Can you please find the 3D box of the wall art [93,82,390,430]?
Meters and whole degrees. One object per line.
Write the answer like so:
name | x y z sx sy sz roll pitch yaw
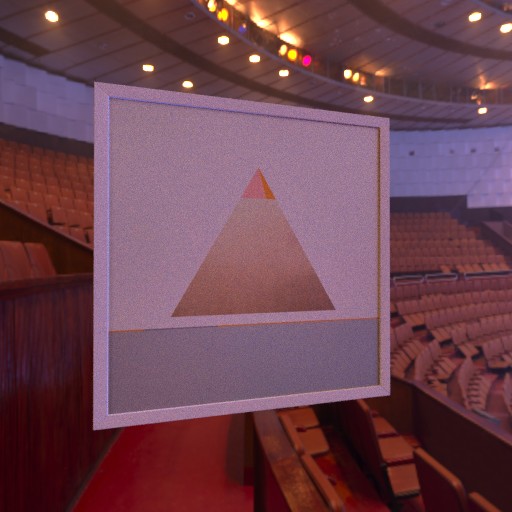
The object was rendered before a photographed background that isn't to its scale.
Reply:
wall art | 0.000 0.000 1.117 0.768 0.765 0.041 0 -1 -19
